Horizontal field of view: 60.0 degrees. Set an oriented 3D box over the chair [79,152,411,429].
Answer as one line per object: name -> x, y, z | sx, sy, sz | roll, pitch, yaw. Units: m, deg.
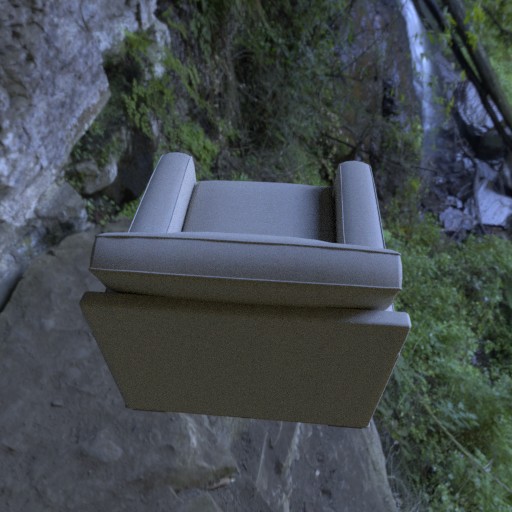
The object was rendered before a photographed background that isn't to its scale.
chair -> 0.000, 0.000, 1.856 | 0.998, 0.913, 1.043 | 3, 46, 3
